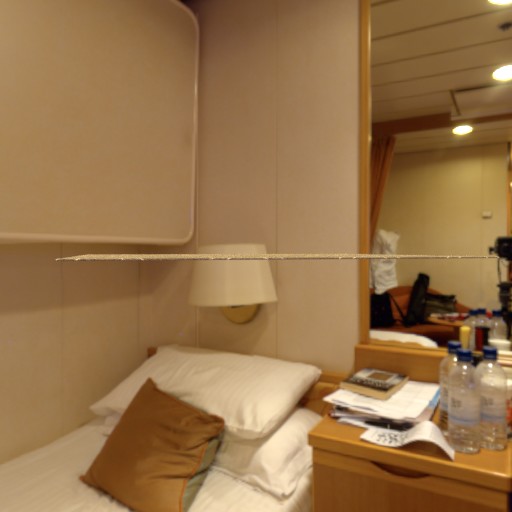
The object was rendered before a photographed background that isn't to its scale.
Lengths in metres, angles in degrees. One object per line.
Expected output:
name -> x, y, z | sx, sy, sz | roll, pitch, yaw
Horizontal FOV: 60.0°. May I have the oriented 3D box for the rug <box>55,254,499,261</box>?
rug -> 0.000, 0.000, 4.038 | 3.062, 0.012, 2.457 | 0, 1, -17
